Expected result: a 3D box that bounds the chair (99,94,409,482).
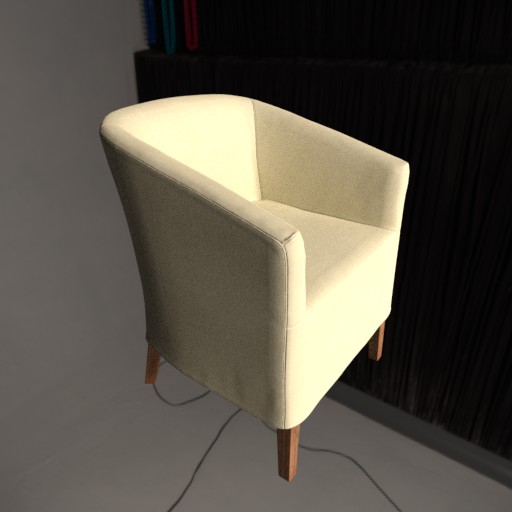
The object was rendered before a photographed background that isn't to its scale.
[{"bbox_3d":[0.000,0.000,1.283,0.657,0.822,0.643,18,32,32],"label":"chair"}]
